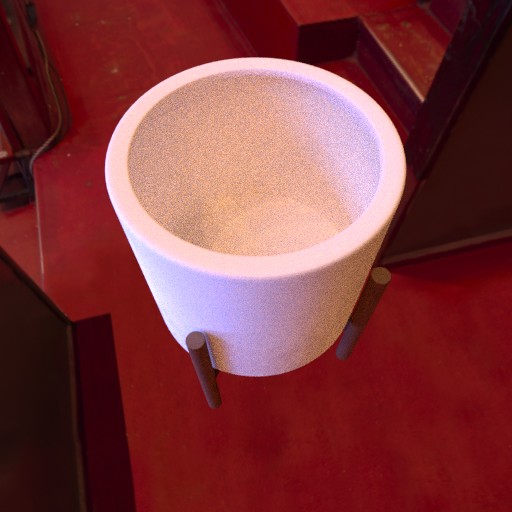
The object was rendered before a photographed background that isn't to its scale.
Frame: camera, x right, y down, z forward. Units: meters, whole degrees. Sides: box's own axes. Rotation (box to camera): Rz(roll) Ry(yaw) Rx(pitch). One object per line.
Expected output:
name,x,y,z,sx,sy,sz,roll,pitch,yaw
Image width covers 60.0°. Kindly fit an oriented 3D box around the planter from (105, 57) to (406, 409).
planter,0.000,0.000,0.869,0.420,0.581,0.421,-16,60,-9
